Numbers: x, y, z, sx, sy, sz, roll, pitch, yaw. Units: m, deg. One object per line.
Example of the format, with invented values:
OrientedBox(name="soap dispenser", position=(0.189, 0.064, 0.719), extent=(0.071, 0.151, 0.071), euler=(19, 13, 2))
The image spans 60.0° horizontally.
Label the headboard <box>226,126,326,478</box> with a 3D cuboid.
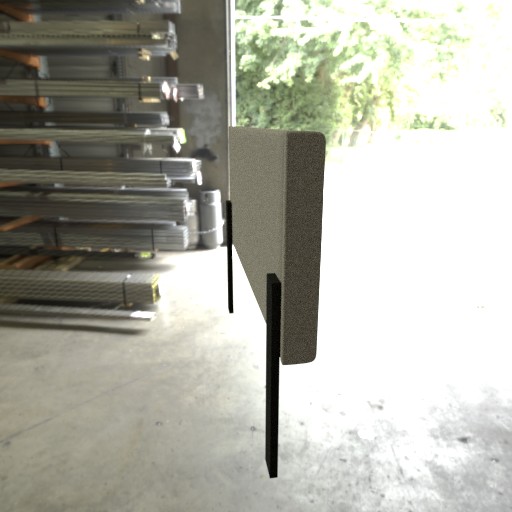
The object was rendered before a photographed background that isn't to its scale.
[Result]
OrientedBox(name="headboard", position=(0.000, 0.000, 2.738), extent=(0.184, 1.524, 2.051), euler=(-3, 17, -9))
